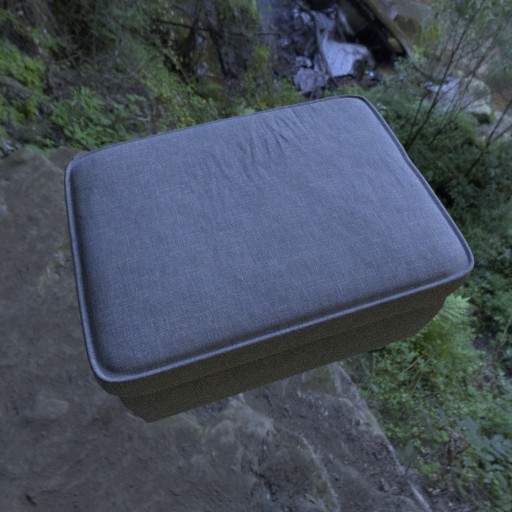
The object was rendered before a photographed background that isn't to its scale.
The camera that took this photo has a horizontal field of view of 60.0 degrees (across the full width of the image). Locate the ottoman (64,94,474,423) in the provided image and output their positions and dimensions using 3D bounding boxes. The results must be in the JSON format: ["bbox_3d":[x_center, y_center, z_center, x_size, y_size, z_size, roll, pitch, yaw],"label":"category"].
[{"bbox_3d":[0.000,0.000,1.082,0.762,0.457,0.559,-16,60,-9],"label":"ottoman"}]
